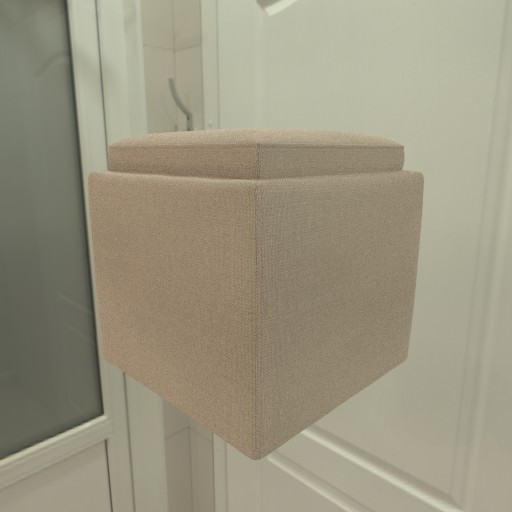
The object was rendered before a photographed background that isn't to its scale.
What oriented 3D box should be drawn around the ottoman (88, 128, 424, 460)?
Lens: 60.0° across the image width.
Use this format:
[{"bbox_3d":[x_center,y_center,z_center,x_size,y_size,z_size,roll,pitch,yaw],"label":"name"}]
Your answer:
[{"bbox_3d":[0.000,0.000,0.840,0.451,0.460,0.450,13,18,43],"label":"ottoman"}]
